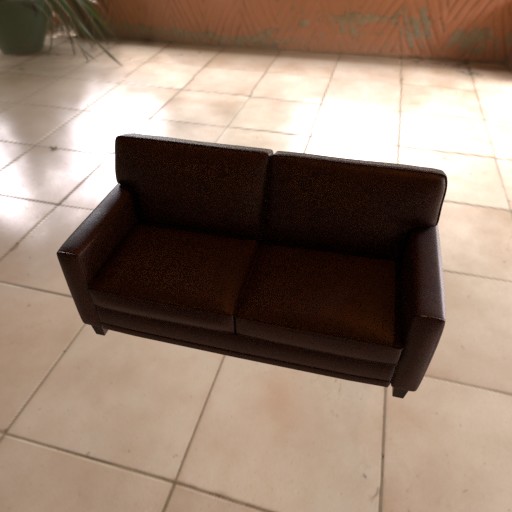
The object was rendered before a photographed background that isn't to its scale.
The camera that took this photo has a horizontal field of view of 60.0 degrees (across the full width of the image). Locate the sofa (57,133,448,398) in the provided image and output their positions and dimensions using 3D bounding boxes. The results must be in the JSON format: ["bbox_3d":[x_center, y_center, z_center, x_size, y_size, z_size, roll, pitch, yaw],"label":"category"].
[{"bbox_3d":[0.000,0.000,2.401,1.876,0.928,0.912,9,42,11],"label":"sofa"}]
